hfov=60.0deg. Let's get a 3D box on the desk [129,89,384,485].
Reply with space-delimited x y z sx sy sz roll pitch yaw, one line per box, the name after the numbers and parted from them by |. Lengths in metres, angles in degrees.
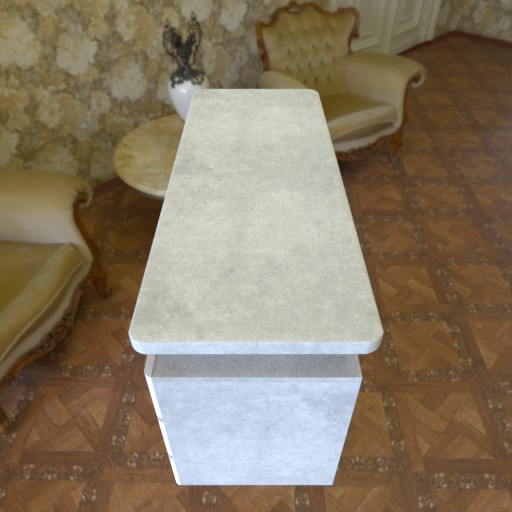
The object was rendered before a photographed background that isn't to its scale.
0.000 0.000 1.702 0.550 0.755 1.400 0 42 0 | desk
